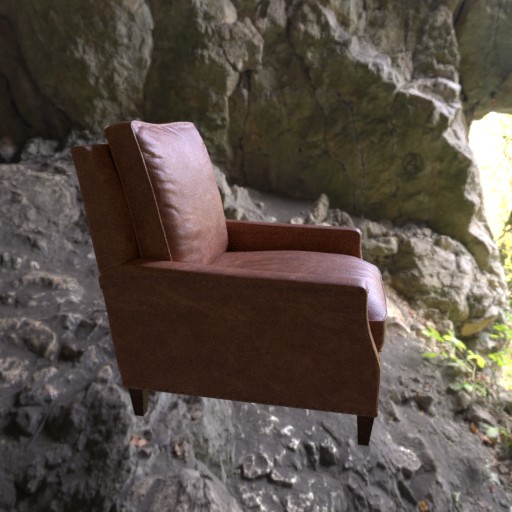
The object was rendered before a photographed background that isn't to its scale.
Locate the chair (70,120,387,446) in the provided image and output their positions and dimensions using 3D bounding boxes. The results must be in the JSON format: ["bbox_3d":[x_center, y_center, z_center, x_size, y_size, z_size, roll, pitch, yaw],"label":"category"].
[{"bbox_3d":[0.000,0.000,1.810,1.035,1.054,0.854,3,16,11],"label":"chair"}]
